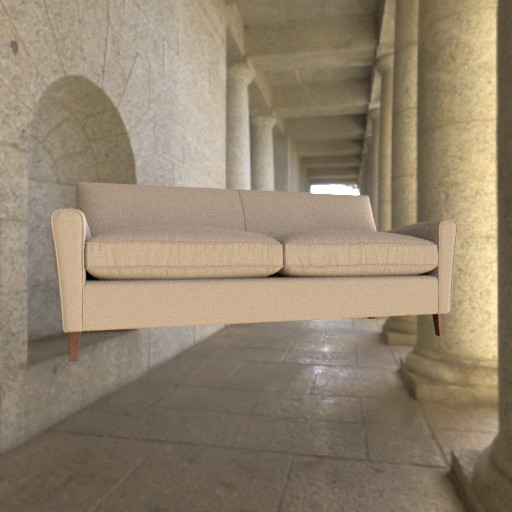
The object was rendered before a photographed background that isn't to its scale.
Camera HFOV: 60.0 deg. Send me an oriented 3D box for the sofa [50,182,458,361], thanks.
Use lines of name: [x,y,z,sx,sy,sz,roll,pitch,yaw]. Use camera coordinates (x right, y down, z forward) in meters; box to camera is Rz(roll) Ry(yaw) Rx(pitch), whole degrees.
sofa: [0.000,0.000,2.449,2.000,0.846,0.875,0,0,-18]
